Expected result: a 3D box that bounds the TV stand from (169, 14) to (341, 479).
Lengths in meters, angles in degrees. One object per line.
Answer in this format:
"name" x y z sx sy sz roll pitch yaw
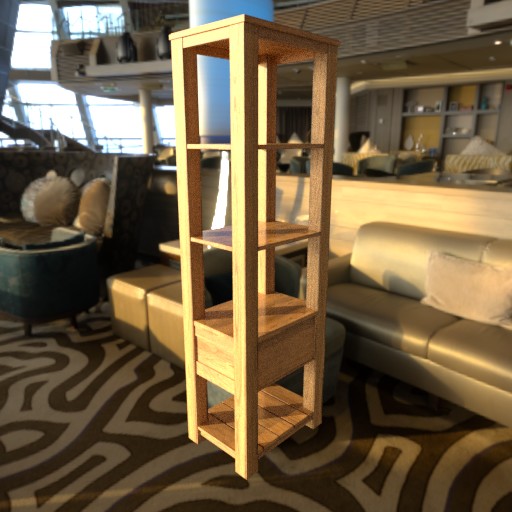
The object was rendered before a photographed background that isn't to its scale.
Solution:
"TV stand" 0.000 0.000 2.025 0.435 1.828 0.565 14 20 42
